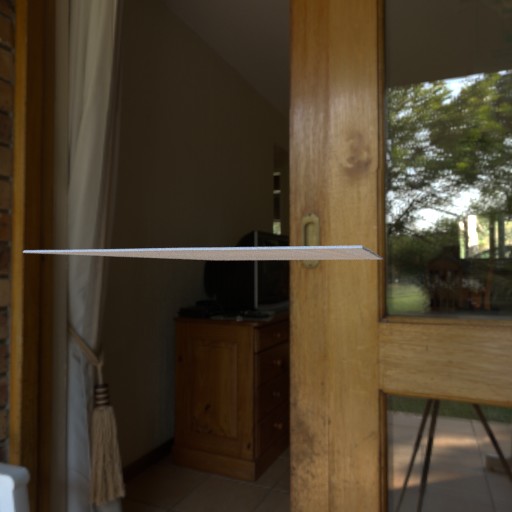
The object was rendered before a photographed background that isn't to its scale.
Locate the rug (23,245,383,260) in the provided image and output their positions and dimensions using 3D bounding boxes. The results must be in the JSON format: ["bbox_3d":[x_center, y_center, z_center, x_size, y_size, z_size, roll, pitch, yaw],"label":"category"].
[{"bbox_3d":[0.000,0.000,2.317,1.231,0.012,1.835,0,-2,18],"label":"rug"}]
